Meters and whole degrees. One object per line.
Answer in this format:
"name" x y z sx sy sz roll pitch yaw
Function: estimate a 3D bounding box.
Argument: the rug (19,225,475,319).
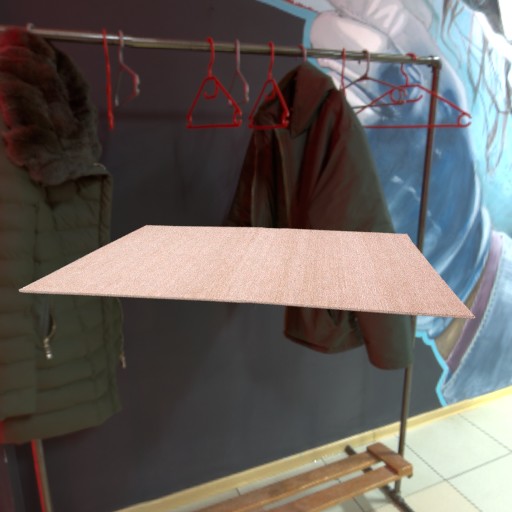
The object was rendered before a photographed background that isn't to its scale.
"rug" 0.000 0.000 4.206 3.202 0.045 2.434 2 16 9
